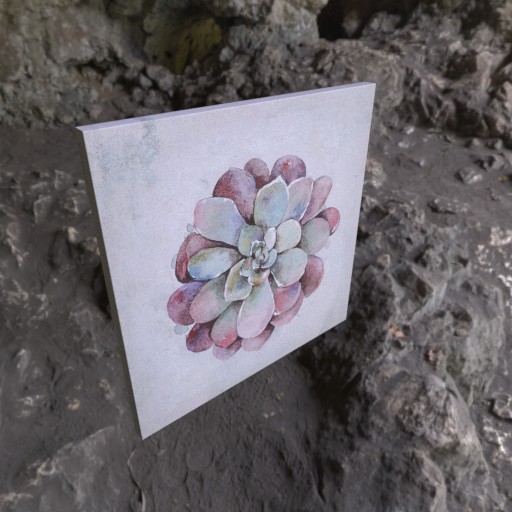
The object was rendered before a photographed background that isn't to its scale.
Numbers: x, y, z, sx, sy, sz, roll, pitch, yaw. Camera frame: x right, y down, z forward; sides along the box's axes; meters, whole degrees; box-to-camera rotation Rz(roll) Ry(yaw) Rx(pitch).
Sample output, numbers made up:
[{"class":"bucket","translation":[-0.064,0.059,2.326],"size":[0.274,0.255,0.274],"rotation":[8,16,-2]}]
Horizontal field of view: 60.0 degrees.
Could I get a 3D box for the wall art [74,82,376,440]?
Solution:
[{"class":"wall art","translation":[0.000,0.000,1.131],"size":[0.762,0.762,0.041],"rotation":[-22,37,-33]}]
